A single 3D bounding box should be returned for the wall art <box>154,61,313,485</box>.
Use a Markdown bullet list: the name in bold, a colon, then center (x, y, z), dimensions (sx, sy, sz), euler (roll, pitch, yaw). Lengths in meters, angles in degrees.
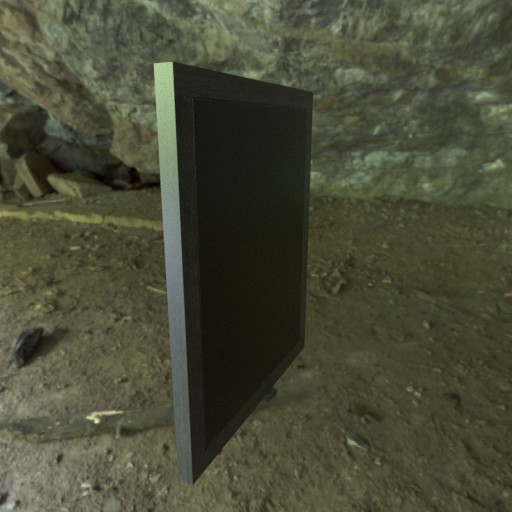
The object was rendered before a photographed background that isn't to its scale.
- **wall art**: center (0.000, 0.000, 0.789), dimensions (0.027, 0.580, 0.479), euler (8, 18, 25)
